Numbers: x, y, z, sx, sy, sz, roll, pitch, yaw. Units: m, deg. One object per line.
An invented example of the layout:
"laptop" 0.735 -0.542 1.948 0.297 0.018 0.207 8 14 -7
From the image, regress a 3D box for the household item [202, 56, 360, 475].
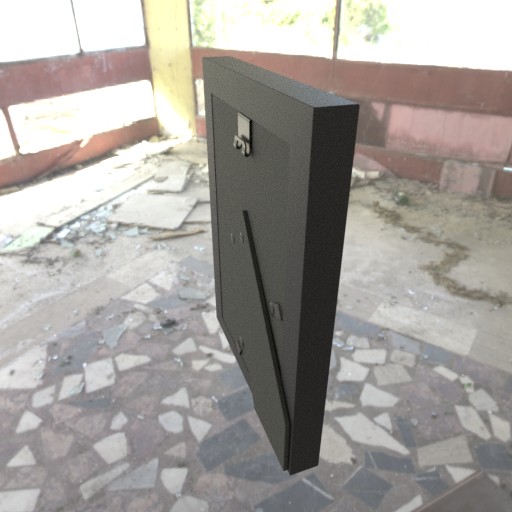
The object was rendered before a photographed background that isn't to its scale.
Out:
"household item" 0.000 0.000 0.231 0.022 0.178 0.133 -11 32 -17
